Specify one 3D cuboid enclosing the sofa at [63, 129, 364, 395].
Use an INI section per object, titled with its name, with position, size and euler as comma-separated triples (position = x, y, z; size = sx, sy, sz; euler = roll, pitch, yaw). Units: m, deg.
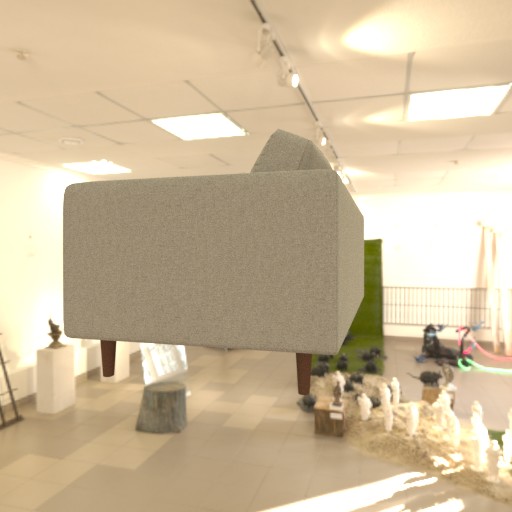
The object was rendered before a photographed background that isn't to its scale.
[sofa]
position = 0.000, 0.000, 2.264
size = 1.000, 0.900, 1.731
euler = 0, 1, 16
